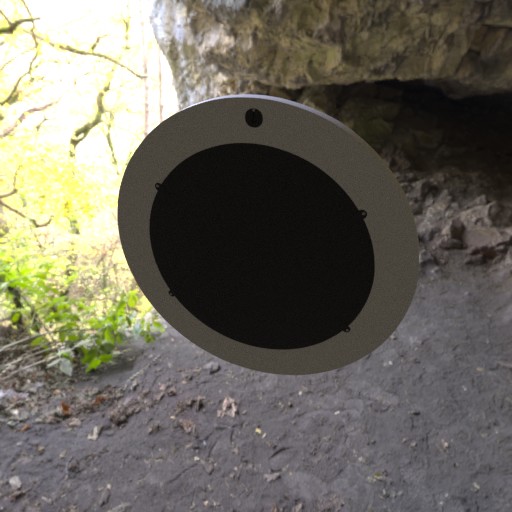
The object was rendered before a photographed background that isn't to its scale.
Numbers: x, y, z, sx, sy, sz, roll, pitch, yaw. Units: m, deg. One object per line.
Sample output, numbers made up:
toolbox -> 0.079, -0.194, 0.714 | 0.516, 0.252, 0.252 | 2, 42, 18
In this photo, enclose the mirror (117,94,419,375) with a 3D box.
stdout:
mirror -> 0.000, 0.000, 1.320 | 0.914, 0.914, 0.038 | 10, 33, 15
